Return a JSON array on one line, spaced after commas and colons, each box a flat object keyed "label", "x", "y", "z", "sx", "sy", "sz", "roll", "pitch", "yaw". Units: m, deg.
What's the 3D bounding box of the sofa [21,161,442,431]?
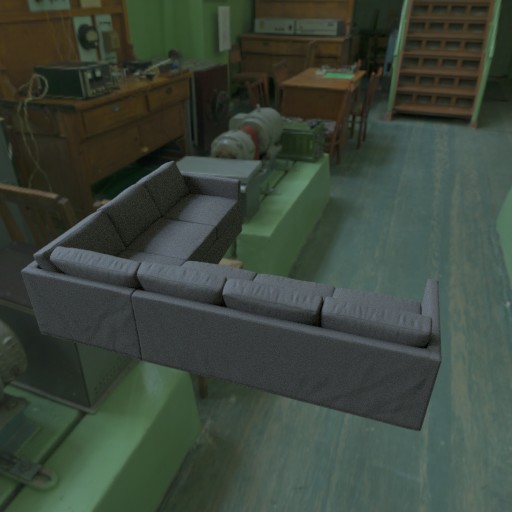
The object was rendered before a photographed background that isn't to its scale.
[{"label": "sofa", "x": 0.000, "y": 0.000, "z": 4.206, "sx": 3.182, "sy": 0.871, "sz": 2.432, "roll": 10, "pitch": 32, "yaw": 16}]
